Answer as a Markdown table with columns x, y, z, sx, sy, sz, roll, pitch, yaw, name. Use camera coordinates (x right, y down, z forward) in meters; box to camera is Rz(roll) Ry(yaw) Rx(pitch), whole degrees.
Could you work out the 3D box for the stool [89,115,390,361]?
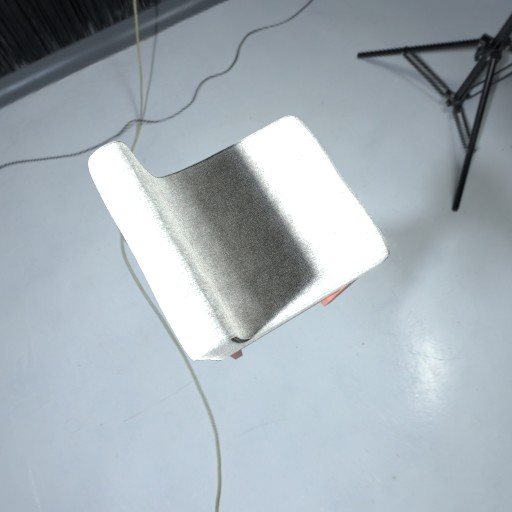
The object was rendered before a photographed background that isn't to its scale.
| x | y | z | sx | sy | sz | roll | pitch | yaw | name |
| --- | --- | --- | --- | --- | --- | --- | --- | --- | --- |
| 0.000 | 0.000 | 1.246 | 0.499 | 0.965 | 0.426 | -30 | 77 | -8 | stool |
